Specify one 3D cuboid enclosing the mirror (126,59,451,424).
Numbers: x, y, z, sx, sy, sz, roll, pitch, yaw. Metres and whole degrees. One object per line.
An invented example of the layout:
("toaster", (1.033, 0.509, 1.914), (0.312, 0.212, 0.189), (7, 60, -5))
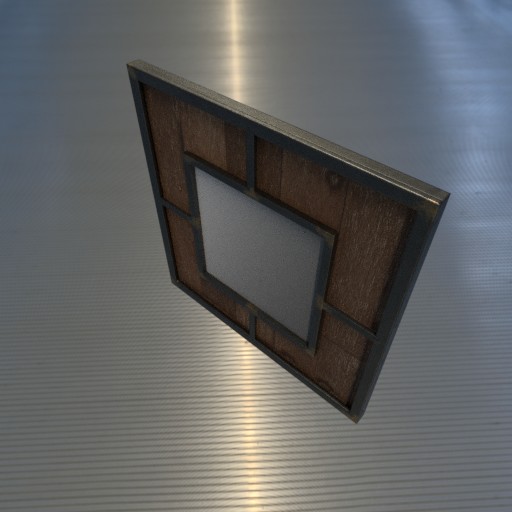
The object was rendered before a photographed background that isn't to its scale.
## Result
("mirror", (0.000, 0.000, 0.557), (0.382, 0.381, 0.020), (32, 54, 28))
